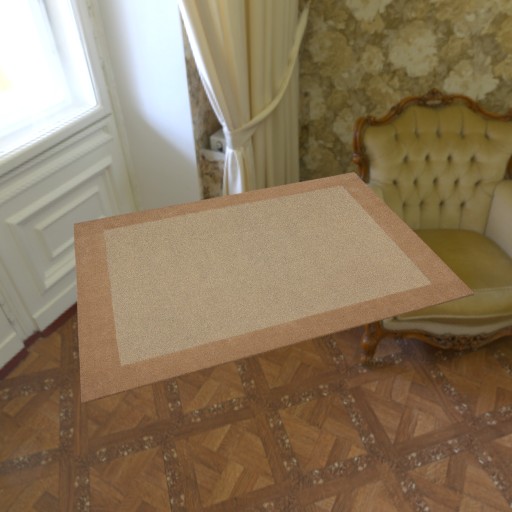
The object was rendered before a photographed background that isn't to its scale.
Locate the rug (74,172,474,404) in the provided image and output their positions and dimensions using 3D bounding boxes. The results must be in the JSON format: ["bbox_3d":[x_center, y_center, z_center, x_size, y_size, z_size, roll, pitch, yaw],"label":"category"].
[{"bbox_3d":[0.000,0.000,2.363,1.829,0.014,1.219,-12,42,-14],"label":"rug"}]
